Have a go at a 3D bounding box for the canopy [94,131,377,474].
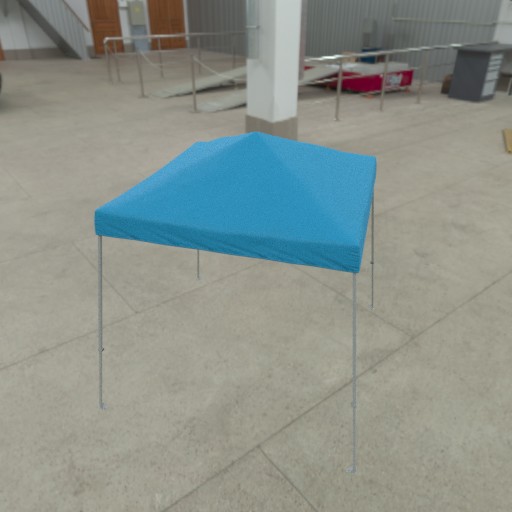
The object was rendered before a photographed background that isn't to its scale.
[{"bbox_3d":[0.000,0.000,5.117,2.849,2.850,2.850,8,31,14],"label":"canopy"}]
